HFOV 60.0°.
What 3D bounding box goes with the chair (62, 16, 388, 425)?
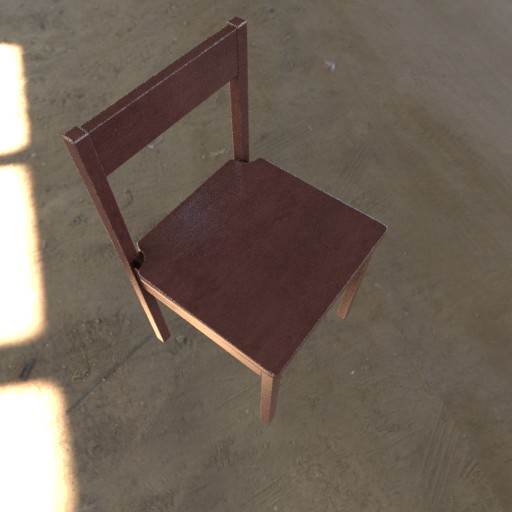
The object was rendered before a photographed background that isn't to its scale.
[{"bbox_3d":[0.000,0.000,0.864,0.361,0.668,0.367,33,63,19],"label":"chair"}]
